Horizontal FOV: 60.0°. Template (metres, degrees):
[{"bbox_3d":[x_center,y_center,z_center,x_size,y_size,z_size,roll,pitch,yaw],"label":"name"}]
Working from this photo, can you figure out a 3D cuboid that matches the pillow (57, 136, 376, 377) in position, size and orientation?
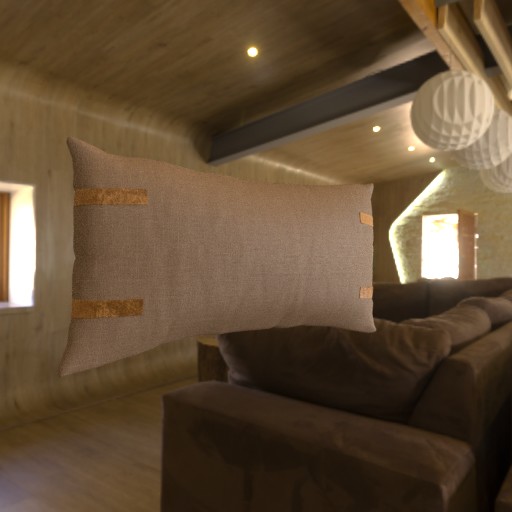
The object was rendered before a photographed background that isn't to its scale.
[{"bbox_3d":[0.000,0.000,0.734,0.612,0.308,0.148,1,-1,-37],"label":"pillow"}]
